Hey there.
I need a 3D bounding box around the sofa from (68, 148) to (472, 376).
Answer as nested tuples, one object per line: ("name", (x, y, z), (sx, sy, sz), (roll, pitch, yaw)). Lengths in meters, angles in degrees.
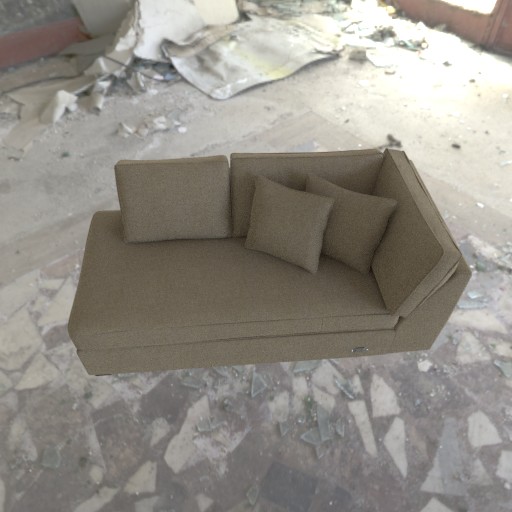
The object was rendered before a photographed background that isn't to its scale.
("sofa", (0.000, 0.000, 2.851), (2.238, 1.019, 1.110), (-3, 47, -3))
